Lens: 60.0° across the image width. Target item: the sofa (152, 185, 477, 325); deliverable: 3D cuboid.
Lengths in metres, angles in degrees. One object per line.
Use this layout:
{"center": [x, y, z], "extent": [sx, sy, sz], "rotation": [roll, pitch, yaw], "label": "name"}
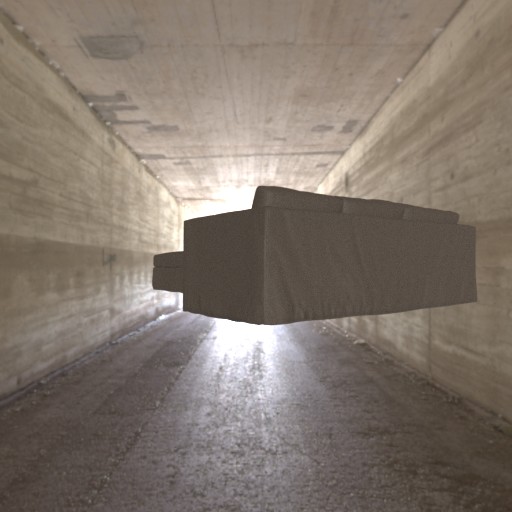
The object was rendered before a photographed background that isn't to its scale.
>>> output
{"center": [0.000, 0.000, 4.661], "extent": [2.476, 0.878, 3.528], "rotation": [0, -1, -37], "label": "sofa"}
